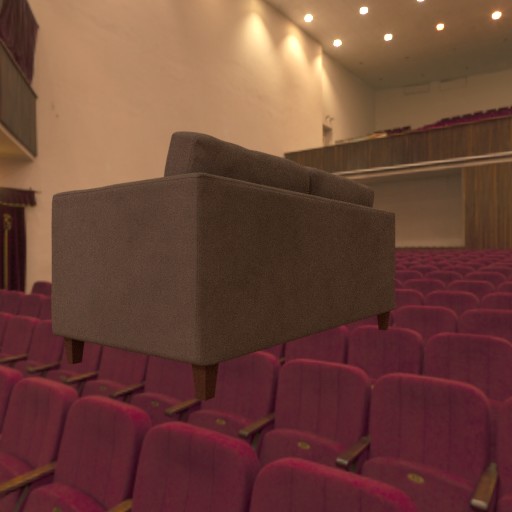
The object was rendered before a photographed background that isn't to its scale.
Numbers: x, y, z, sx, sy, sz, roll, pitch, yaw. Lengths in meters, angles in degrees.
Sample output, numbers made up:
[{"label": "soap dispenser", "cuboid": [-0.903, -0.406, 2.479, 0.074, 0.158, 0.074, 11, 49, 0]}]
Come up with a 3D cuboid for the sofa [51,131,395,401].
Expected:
[{"label": "sofa", "cuboid": [0.000, 0.000, 2.450, 0.950, 0.963, 1.884, 0, 1, 37]}]
